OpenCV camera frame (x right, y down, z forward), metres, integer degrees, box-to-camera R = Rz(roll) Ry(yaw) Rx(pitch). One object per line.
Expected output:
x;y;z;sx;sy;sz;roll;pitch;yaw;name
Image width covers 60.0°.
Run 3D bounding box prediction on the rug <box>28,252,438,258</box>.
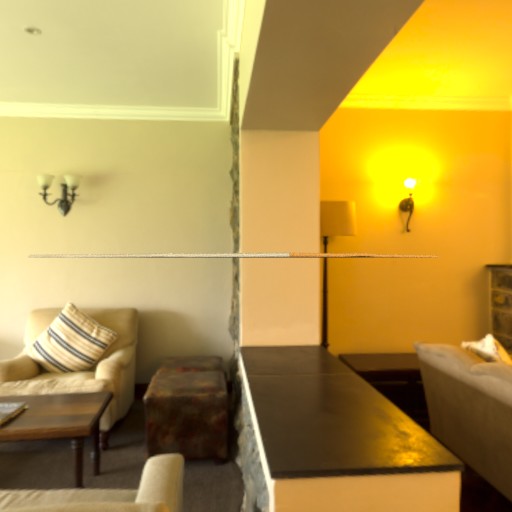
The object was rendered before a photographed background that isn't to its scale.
0.000;0.000;0.891;0.548;0.006;0.639;0;0;36;rug
